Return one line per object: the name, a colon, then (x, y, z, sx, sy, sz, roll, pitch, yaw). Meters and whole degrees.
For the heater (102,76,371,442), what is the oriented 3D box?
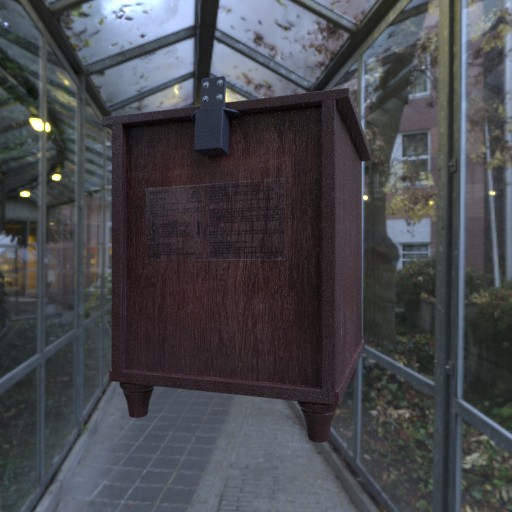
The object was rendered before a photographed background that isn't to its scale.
heater: (0.000, 0.000, 0.768, 0.362, 0.481, 0.400, 0, 0, 19)
